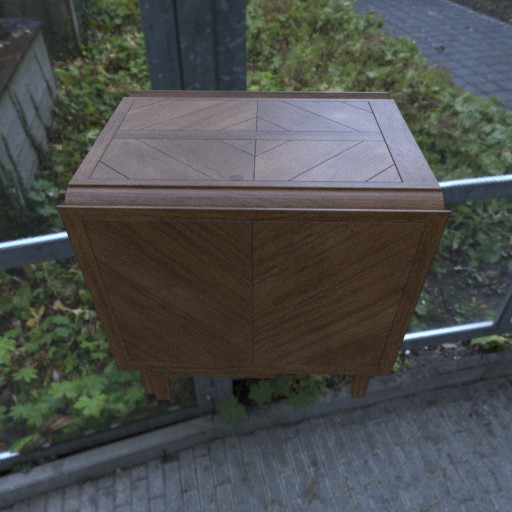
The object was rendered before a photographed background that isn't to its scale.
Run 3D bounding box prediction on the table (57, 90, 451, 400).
[{"bbox_3d":[0.000,0.000,1.305,0.746,0.763,0.591,1,41,1],"label":"table"}]
